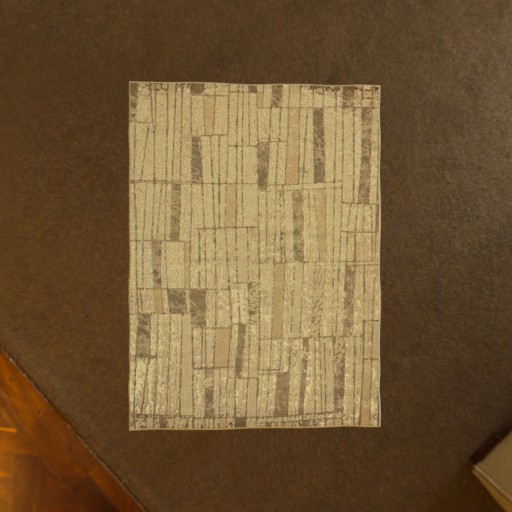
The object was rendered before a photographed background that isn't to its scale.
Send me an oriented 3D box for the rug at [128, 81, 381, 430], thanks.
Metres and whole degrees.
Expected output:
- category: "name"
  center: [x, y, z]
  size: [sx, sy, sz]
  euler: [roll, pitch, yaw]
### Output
- category: "rug"
  center: [0.000, 0.000, 4.299]
  size: [2.449, 0.019, 3.357]
  euler: [0, 90, -2]
